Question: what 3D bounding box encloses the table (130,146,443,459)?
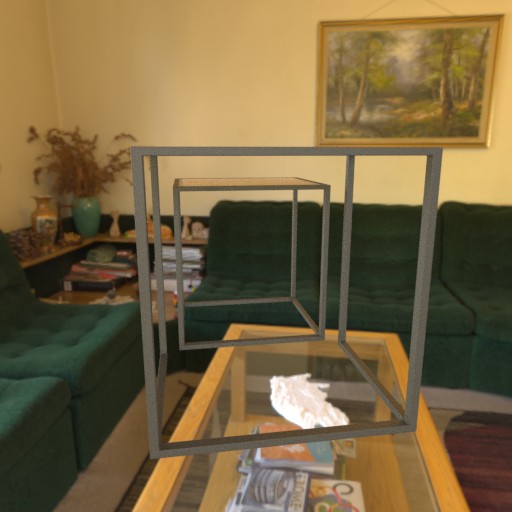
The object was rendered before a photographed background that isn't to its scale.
[{"bbox_3d":[0.000,0.000,1.143,0.508,0.540,0.788,-2,13,-9],"label":"table"}]
